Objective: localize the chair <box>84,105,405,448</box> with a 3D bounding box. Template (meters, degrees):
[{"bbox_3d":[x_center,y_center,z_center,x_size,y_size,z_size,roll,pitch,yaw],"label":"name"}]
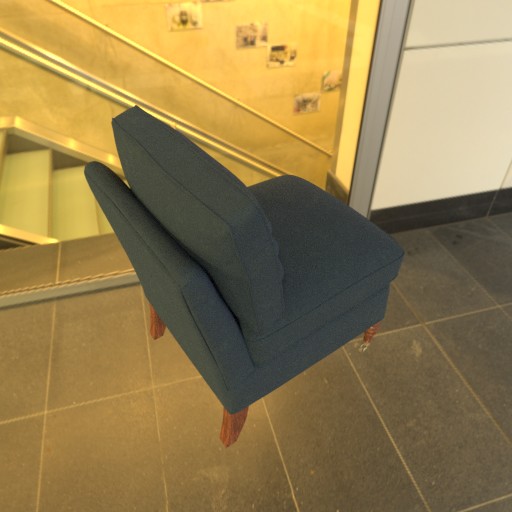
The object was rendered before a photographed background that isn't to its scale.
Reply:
[{"bbox_3d":[0.000,0.000,1.668,0.912,1.052,0.724,-25,47,-26],"label":"chair"}]
